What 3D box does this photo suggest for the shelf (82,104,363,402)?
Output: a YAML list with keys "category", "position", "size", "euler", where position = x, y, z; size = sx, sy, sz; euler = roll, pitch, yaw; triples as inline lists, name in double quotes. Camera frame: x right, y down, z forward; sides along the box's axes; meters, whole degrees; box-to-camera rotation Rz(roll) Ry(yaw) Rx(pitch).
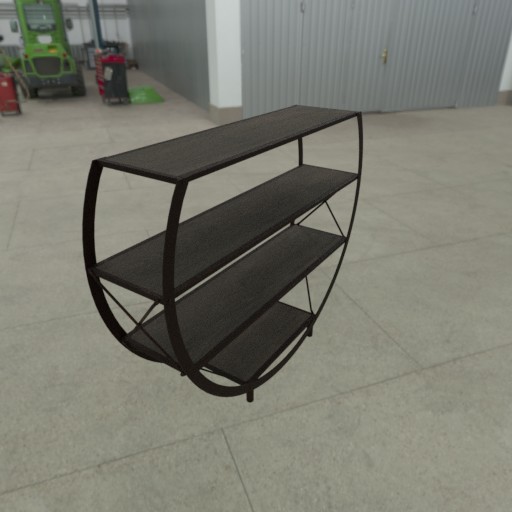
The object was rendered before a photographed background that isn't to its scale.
- category: "shelf"
  position: [0.000, 0.000, 1.908]
  size: [0.344, 1.063, 1.403]
  euler: [17, 32, 30]
